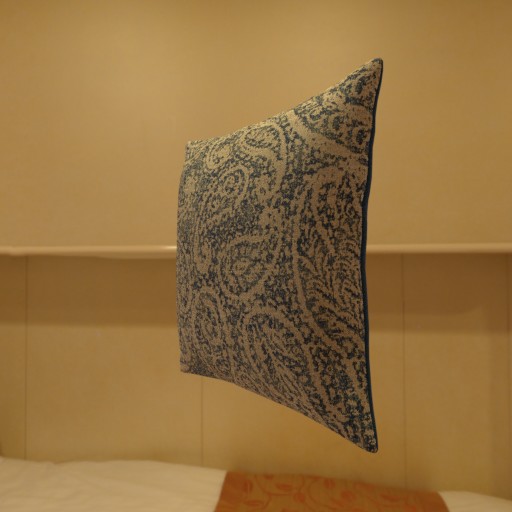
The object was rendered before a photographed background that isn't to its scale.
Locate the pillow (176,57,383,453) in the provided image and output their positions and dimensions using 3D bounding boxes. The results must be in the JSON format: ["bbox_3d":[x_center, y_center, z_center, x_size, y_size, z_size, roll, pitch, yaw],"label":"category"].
[{"bbox_3d":[0.000,0.000,0.775,0.166,0.510,0.523,1,-1,-38],"label":"pillow"}]
